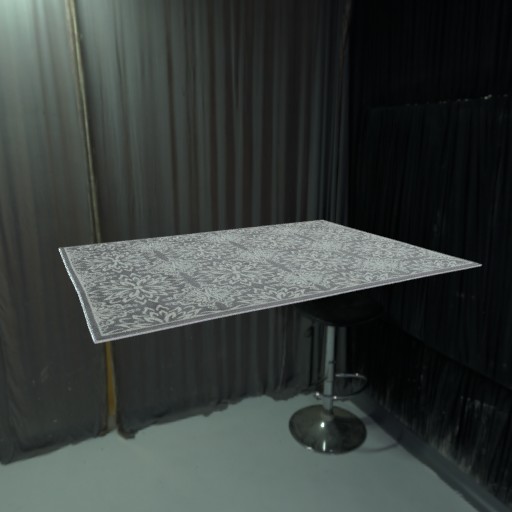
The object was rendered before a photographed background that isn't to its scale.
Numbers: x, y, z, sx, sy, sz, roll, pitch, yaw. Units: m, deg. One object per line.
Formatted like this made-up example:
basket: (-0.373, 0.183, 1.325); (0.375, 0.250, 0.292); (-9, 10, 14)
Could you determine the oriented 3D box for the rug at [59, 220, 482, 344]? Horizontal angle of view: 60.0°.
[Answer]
rug: (0.000, 0.000, 2.847); (2.213, 0.014, 1.608); (-8, 17, -27)
